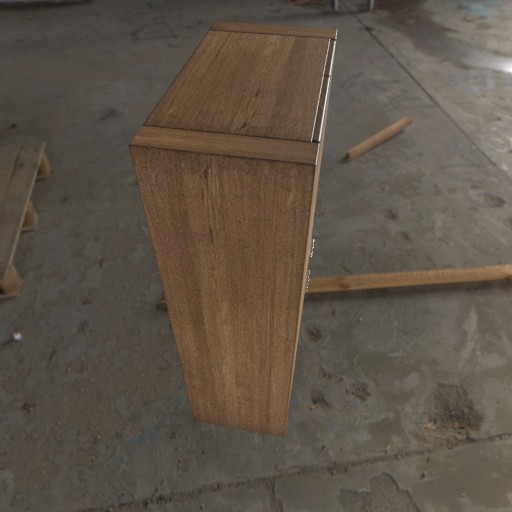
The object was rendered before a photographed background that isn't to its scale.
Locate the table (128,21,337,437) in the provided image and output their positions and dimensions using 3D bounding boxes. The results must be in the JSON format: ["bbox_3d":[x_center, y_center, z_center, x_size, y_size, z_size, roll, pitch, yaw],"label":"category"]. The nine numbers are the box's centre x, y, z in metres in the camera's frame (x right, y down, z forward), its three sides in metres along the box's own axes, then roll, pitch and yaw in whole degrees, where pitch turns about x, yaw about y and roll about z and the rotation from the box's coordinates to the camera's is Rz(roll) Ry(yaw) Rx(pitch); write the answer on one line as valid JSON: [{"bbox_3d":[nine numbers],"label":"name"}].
[{"bbox_3d":[0.000,0.000,2.425,0.600,2.000,1.100,8,47,7],"label":"table"}]
